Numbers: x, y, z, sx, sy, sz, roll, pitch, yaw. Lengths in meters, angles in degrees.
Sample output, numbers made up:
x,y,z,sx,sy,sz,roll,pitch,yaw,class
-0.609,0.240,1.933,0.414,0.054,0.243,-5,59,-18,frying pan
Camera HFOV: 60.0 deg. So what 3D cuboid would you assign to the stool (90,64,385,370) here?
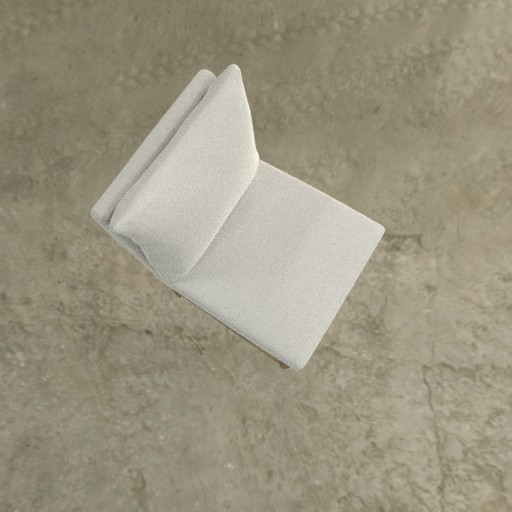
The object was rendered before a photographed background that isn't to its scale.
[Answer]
x,y,z,sx,sy,sz,roll,pitch,yaw,class
0.000,0.000,1.358,0.572,1.032,0.463,31,77,8,stool
